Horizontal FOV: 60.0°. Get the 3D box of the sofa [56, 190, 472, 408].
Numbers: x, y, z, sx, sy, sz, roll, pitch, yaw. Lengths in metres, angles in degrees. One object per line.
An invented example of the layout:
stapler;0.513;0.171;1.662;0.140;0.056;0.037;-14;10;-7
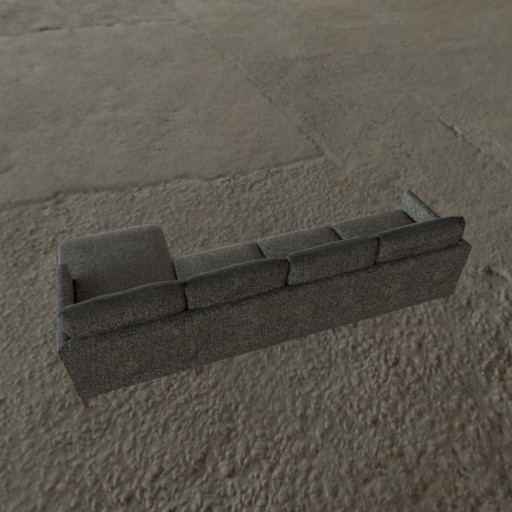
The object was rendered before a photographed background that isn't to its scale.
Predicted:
sofa;0.000;0.000;4.028;3.384;0.970;1.488;-13;43;-14
